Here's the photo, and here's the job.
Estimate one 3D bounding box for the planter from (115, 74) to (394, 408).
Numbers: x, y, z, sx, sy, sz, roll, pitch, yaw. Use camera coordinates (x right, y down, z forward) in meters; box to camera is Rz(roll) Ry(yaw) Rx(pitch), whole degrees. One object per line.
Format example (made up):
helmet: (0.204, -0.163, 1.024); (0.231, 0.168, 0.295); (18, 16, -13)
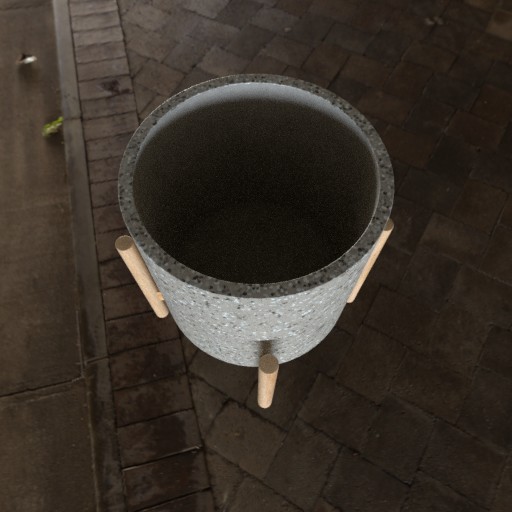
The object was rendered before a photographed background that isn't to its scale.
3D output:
planter: (0.000, 0.000, 0.677); (0.360, 0.419, 0.360); (16, 64, 8)
